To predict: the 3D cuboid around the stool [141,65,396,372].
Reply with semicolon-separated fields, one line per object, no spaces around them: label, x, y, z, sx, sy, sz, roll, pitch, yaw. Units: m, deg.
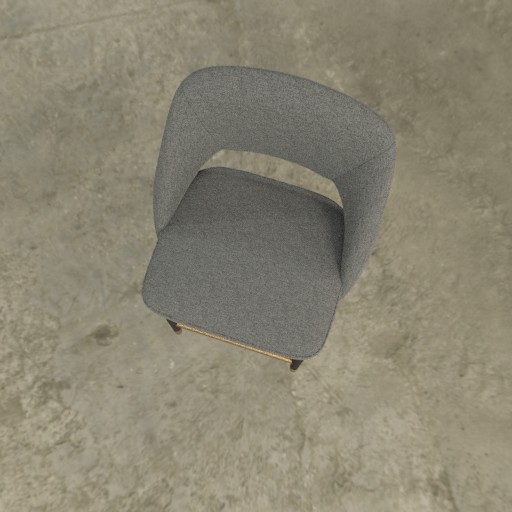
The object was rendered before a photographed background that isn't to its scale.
stool;0.000;0.000;1.232;0.536;0.925;0.524;17;76;4
